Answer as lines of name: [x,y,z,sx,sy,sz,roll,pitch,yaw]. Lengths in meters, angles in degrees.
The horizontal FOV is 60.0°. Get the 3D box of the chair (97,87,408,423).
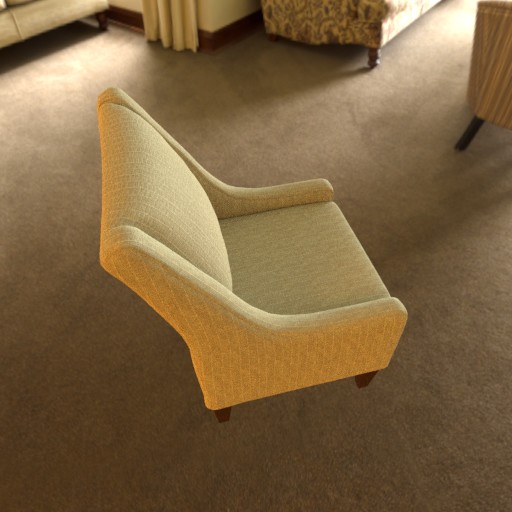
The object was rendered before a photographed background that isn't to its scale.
chair: [0.000,0.000,1.591,0.870,1.014,0.774,-11,48,-10]
